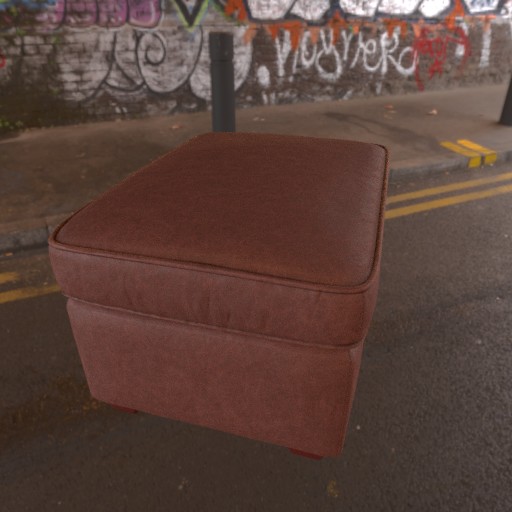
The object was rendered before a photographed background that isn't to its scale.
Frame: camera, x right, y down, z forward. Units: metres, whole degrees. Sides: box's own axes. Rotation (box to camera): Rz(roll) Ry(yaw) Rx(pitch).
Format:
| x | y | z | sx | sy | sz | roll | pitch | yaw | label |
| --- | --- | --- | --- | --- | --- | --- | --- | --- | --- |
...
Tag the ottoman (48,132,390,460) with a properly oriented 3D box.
| x | y | z | sx | sy | sz | roll | pitch | yaw | label |
| --- | --- | --- | --- | --- | --- | --- | --- | --- | --- |
| 0.000 | 0.000 | 1.041 | 0.548 | 0.449 | 0.749 | 8 | 31 | 14 | ottoman |
